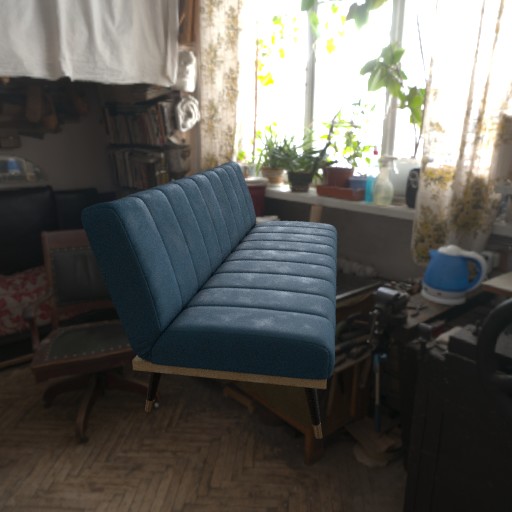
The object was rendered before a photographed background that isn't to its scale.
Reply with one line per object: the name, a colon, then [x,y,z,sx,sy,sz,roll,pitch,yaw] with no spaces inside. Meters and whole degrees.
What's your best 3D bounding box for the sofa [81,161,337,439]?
sofa: [0.000,0.000,2.297,0.830,0.825,1.810,3,16,10]
